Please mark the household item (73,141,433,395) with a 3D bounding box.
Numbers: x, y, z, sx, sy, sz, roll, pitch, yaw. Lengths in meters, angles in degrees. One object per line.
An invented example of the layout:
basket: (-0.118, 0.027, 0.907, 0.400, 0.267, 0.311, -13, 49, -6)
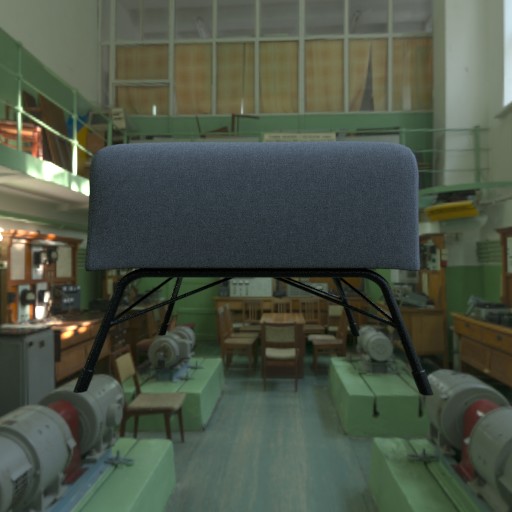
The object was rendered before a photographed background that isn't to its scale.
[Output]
household item: (0.000, 0.000, 0.912, 0.530, 0.410, 0.530, 0, -1, 1)
